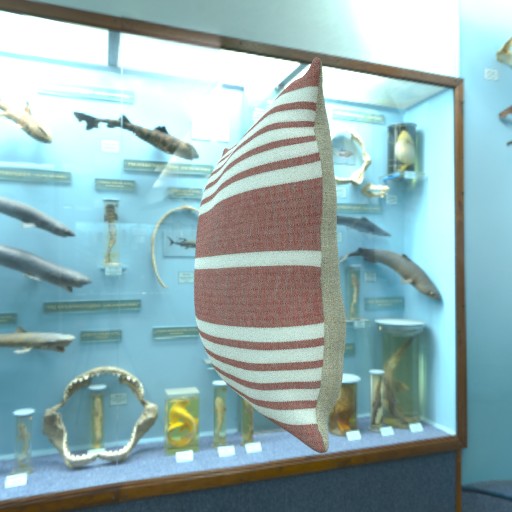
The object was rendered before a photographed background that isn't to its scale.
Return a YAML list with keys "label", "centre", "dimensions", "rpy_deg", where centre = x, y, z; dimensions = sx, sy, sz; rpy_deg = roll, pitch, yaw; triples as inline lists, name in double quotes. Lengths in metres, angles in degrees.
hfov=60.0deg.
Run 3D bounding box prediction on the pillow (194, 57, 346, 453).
- label: "pillow"
  centre: [0.000, 0.000, 0.669]
  dimensions: [0.182, 0.427, 0.439]
  rpy_deg: [0, -1, -17]
